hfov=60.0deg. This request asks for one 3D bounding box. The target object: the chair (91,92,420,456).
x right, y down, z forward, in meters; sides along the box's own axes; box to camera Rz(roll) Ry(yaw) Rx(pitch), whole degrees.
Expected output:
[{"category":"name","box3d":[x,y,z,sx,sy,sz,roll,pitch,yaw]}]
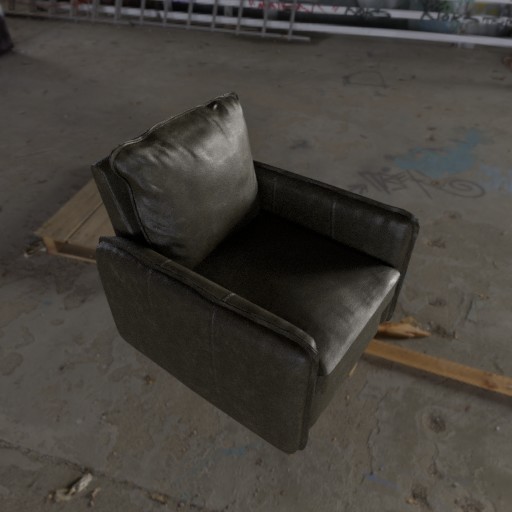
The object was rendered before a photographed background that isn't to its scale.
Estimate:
[{"category":"chair","box3d":[0.000,0.000,1.622,0.921,0.921,0.830,26,47,27]}]
